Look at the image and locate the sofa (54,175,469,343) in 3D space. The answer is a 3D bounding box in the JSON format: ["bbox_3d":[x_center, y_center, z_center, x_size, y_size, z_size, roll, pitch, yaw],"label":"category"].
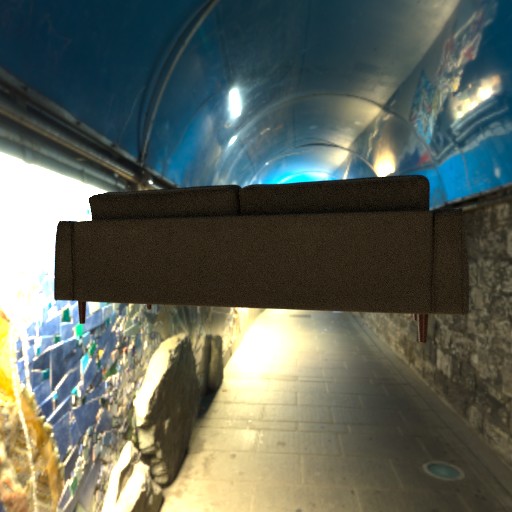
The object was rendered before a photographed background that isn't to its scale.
[{"bbox_3d":[0.000,0.000,2.729,2.295,0.813,0.923,0,0,18],"label":"sofa"}]
